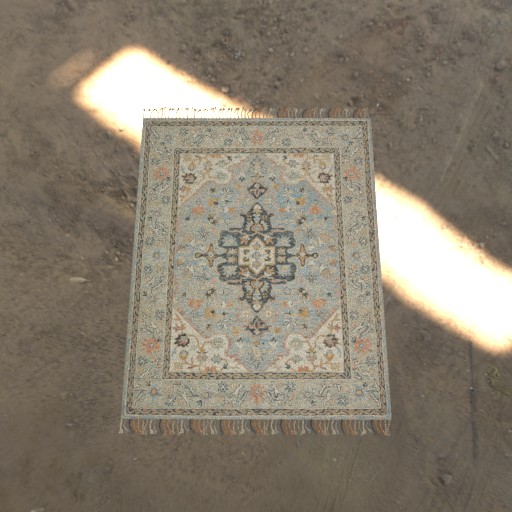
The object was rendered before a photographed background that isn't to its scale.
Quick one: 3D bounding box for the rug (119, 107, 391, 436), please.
[{"bbox_3d":[0.000,0.000,2.281,1.278,0.009,1.730,0,76,0],"label":"rug"}]
